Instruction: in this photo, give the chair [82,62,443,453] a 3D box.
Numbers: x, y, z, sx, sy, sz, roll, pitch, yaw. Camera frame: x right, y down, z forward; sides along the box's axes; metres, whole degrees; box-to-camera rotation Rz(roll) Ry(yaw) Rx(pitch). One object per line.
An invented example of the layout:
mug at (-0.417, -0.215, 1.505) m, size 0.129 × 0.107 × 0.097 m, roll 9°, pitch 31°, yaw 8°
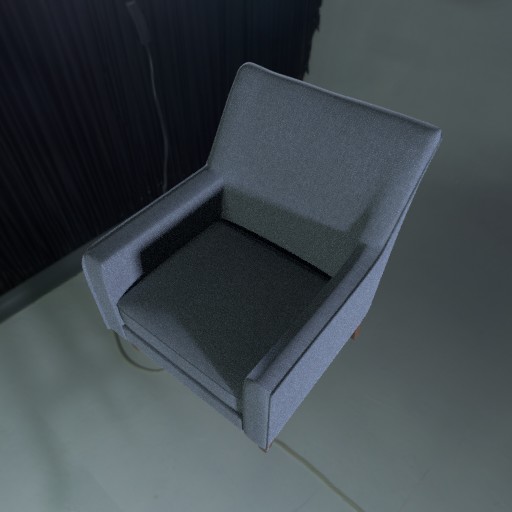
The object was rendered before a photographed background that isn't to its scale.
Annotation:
chair at (0.000, 0.000, 1.587) m, size 0.780 × 0.919 × 0.899 m, roll 30°, pitch 54°, yaw 25°
